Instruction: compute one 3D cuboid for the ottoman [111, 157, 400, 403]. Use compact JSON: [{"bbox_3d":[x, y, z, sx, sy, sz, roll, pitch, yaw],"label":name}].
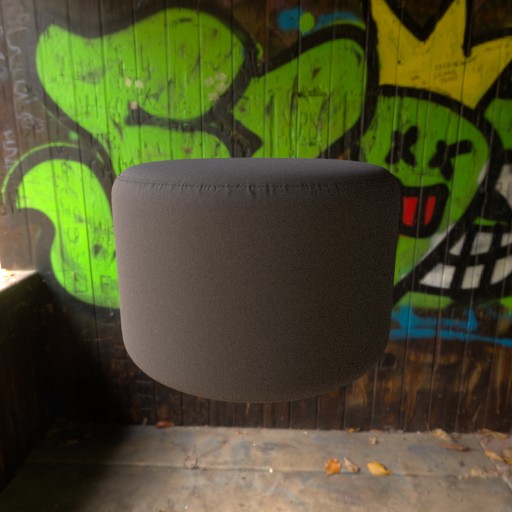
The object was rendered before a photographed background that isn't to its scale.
[{"bbox_3d":[0.000,0.000,1.011,0.608,0.433,0.608,0,14,0],"label":"ottoman"}]
